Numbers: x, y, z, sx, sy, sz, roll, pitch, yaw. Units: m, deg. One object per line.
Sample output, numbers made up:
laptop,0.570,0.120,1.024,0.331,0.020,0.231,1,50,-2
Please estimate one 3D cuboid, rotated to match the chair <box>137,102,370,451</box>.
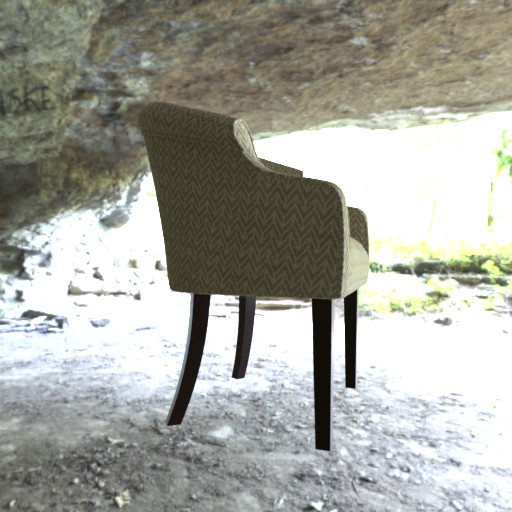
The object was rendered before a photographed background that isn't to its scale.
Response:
chair,0.000,0.000,1.303,0.613,0.858,0.686,0,0,19
